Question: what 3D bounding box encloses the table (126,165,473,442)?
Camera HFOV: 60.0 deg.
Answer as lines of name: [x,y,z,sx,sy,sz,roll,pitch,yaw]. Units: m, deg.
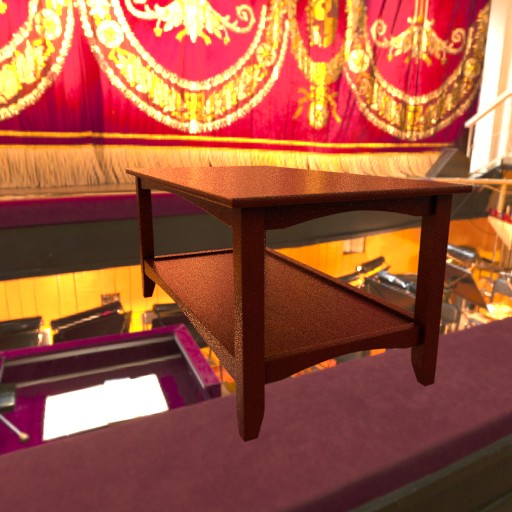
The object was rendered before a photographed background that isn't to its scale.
table: [0.000,0.000,1.260,0.533,0.456,0.943,-7,16,-25]
